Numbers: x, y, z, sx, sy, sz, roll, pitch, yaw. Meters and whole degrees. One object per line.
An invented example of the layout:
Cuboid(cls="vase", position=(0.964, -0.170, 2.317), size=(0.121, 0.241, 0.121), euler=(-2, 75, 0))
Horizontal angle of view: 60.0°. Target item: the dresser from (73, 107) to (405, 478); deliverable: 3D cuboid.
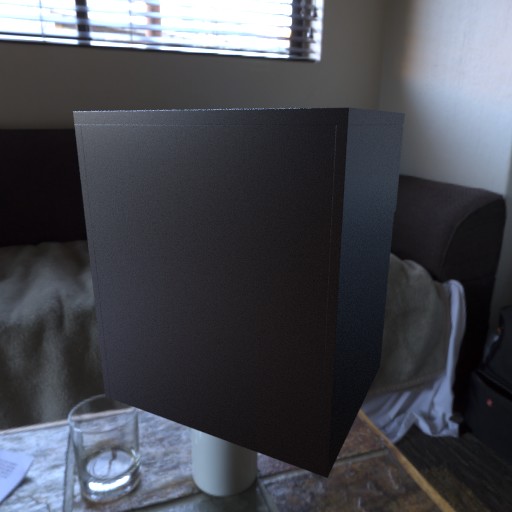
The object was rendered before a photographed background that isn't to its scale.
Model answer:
Cuboid(cls="dresser", position=(0.000, 0.000, 0.764), size=(0.400, 0.470, 0.360), euler=(8, 19, 26))
